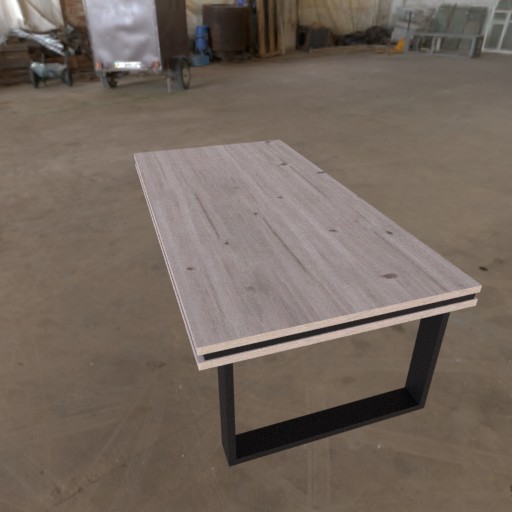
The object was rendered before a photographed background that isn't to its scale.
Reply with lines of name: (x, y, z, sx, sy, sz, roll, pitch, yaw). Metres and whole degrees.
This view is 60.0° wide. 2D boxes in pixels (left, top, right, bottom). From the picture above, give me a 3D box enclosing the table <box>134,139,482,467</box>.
table: (0.000, 0.000, 1.642, 0.700, 0.450, 1.350, -10, 31, -16)
